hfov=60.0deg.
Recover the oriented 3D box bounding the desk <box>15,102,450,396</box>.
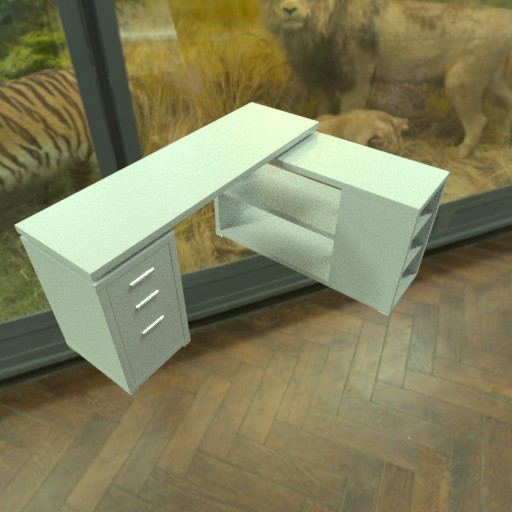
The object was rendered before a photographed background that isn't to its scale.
[{"bbox_3d":[0.000,0.000,2.152,1.200,0.753,1.524,26,47,27],"label":"desk"}]
